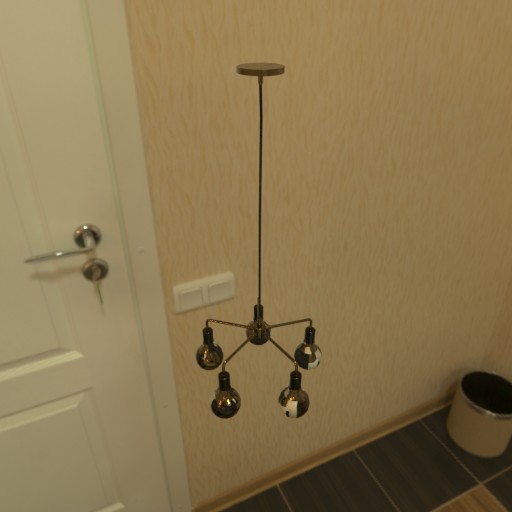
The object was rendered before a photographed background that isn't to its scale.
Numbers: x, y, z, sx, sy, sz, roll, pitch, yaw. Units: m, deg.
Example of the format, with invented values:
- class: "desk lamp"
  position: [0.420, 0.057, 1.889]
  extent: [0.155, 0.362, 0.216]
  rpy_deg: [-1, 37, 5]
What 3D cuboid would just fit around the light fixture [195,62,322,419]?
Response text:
- class: "light fixture"
  position: [0.000, 0.000, 1.247]
  extent: [0.438, 0.988, 0.421]
  rpy_deg: [20, 36, 30]
